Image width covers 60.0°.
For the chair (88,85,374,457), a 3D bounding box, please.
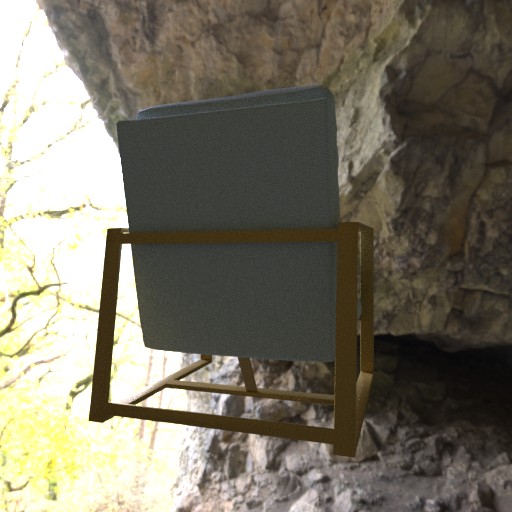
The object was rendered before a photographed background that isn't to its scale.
[{"bbox_3d":[0.000,0.000,1.549,0.758,0.956,0.813,0,0,18],"label":"chair"}]
